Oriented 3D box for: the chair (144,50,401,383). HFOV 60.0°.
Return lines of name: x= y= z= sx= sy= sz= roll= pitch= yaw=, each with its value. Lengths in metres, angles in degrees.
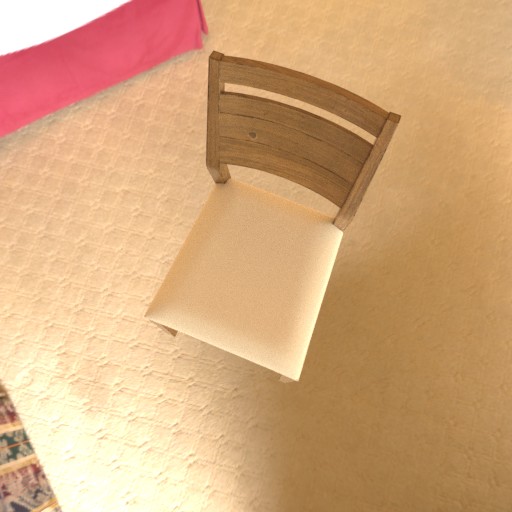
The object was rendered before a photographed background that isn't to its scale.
chair: x=0.000 y=0.000 z=1.318 sx=0.497 sy=0.939 sz=0.610 roll=21 pitch=76 yaw=5
